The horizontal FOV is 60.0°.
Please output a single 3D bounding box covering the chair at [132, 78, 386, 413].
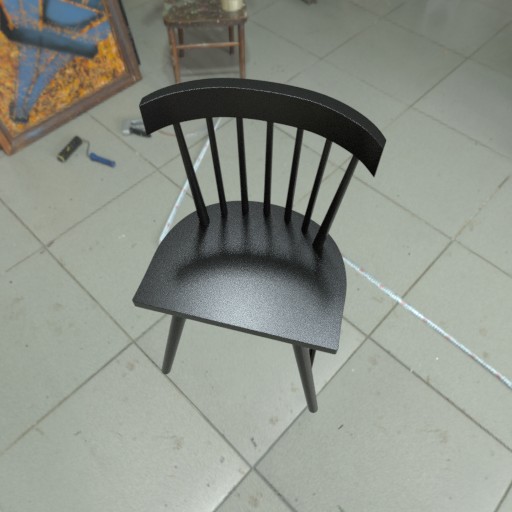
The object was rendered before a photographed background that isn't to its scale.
[{"bbox_3d":[0.000,0.000,1.151,0.506,0.844,0.483,12,58,8],"label":"chair"}]
